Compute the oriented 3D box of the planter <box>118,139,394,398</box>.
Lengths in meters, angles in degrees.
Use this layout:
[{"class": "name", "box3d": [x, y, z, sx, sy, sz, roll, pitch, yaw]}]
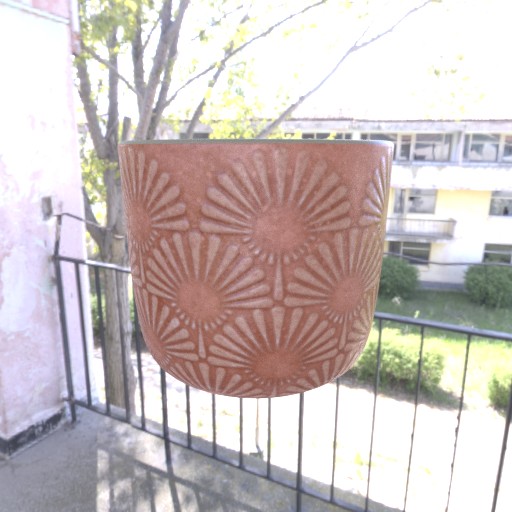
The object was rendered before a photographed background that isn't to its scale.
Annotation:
[{"class": "planter", "box3d": [0.000, 0.000, 0.219, 0.124, 0.109, 0.124, 0, 13, 0]}]
